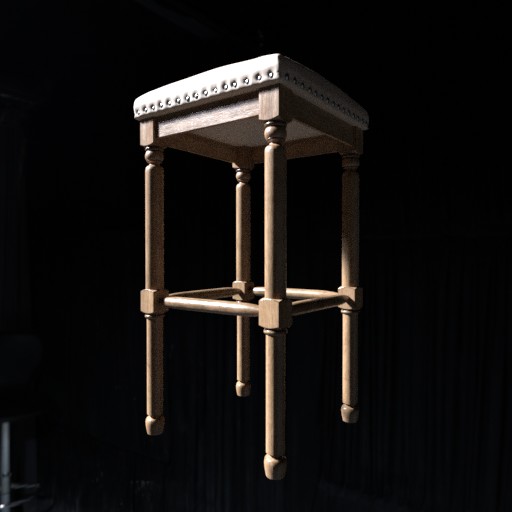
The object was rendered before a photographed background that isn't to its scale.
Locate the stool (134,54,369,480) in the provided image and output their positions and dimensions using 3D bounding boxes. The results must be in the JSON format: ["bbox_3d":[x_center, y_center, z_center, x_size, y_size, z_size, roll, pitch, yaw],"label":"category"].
[{"bbox_3d":[0.000,0.000,0.996,0.382,0.768,0.383,0,1,36],"label":"stool"}]
